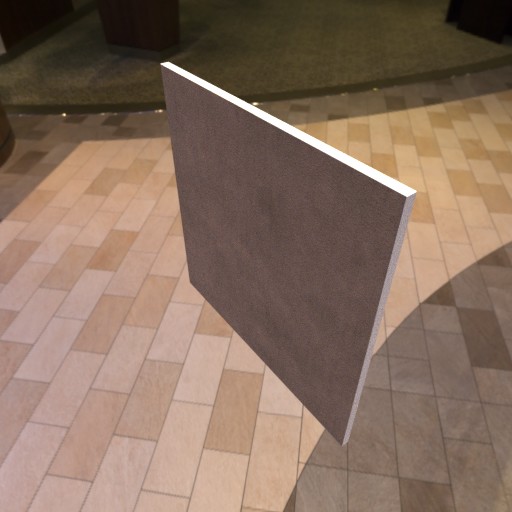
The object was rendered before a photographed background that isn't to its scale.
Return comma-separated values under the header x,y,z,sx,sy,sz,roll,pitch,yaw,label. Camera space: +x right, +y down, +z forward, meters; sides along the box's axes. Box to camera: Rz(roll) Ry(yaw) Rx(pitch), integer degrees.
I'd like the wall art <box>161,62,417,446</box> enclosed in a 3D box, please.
x,y,z,sx,sy,sz,roll,pitch,yaw,label
0.000,0.000,0.984,0.020,0.661,0.664,-26,47,-27,wall art
